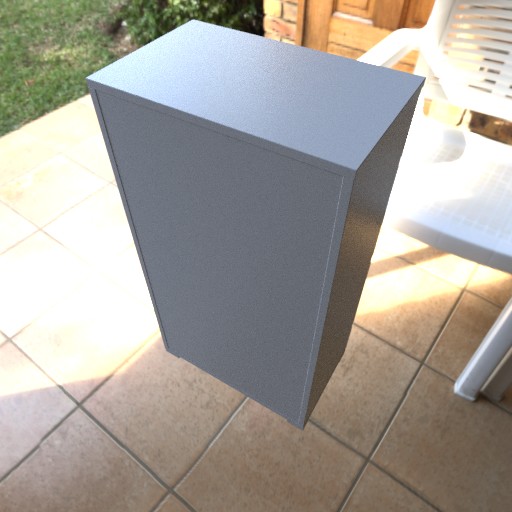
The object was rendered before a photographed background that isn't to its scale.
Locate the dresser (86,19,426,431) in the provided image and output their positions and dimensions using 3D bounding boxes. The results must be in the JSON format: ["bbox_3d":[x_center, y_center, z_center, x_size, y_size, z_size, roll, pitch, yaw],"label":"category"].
[{"bbox_3d":[0.000,0.000,1.433,0.650,1.190,0.400,24,52,20],"label":"dresser"}]
